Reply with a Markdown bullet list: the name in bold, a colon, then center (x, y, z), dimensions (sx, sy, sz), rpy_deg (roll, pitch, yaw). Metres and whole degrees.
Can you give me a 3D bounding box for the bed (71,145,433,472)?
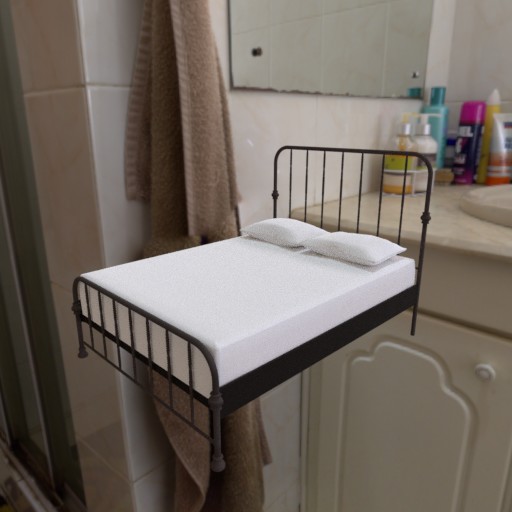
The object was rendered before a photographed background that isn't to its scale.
- **bed**: center (0.000, 0.000, 3.224), dimensions (2.134, 1.446, 1.616), rpy_deg (-16, 23, -42)
